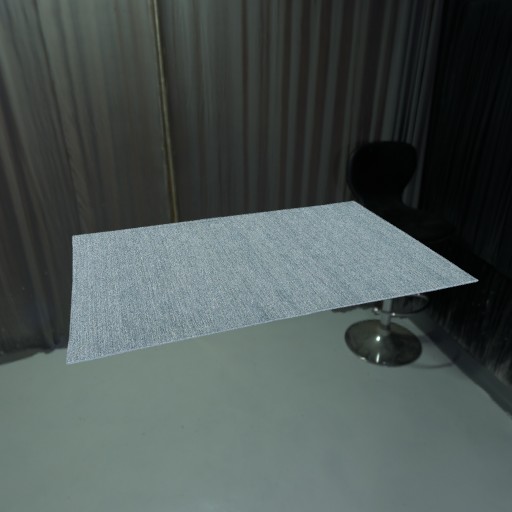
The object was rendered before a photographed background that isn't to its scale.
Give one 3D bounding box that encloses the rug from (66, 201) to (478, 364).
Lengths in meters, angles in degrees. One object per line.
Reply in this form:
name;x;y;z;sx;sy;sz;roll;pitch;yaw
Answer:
rug;0.000;0.000;2.341;1.853;0.022;1.174;-9;28;-17
